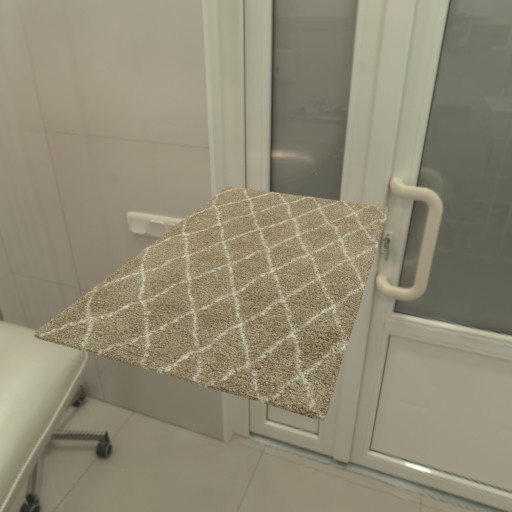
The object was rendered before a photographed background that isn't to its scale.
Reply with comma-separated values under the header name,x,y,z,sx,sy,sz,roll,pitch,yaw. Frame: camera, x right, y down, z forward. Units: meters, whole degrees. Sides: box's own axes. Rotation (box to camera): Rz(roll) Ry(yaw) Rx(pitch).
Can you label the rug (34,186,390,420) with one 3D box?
name,x,y,z,sx,sy,sz,roll,pitch,yaw
rug,0.000,0.000,3.033,1.524,0.030,2.438,10,30,18
